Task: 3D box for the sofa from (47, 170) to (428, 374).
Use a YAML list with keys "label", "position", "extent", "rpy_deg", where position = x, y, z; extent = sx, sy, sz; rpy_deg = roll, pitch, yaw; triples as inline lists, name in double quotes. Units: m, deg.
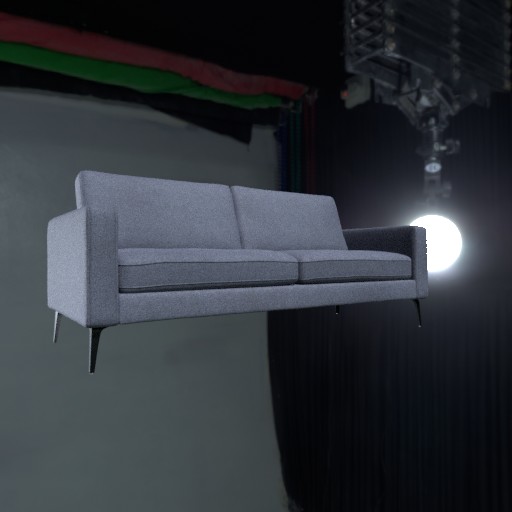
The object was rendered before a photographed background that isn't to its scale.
- label: "sofa"
  position: [0.000, 0.000, 2.362]
  extent: [1.925, 0.828, 0.774]
  rpy_deg: [0, 0, -34]
